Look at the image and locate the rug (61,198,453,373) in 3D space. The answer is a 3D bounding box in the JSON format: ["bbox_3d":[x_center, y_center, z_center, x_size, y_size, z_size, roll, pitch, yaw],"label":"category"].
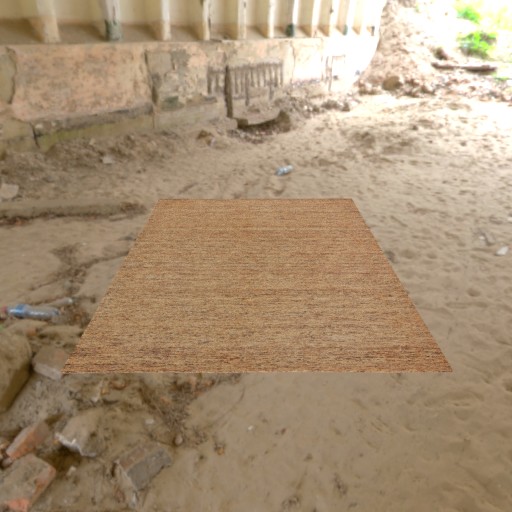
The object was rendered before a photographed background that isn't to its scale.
[{"bbox_3d":[0.000,0.000,4.175,2.438,0.012,3.200,0,27,0],"label":"rug"}]
